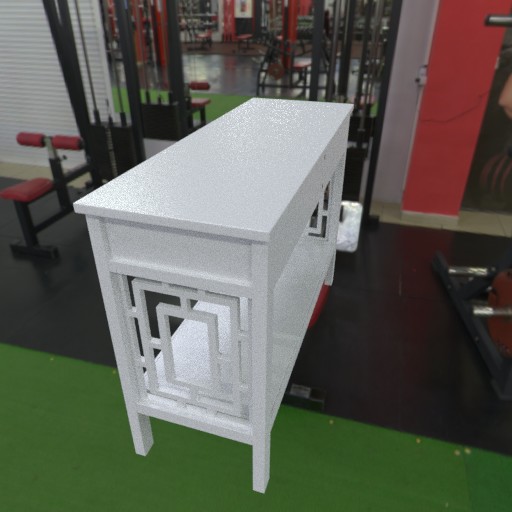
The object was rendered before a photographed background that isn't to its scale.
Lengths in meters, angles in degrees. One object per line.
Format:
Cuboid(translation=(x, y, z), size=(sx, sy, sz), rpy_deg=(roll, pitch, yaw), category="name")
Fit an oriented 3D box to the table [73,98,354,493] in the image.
Cuboid(translation=(0.000, 0.000, 1.408), size=(0.397, 0.753, 1.068), rpy_deg=(9, 32, 16), category="table")
